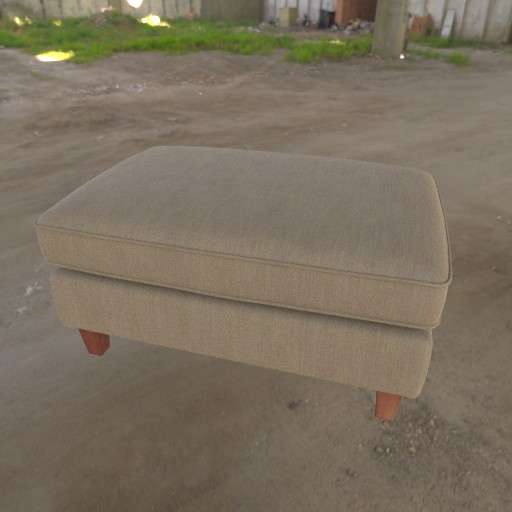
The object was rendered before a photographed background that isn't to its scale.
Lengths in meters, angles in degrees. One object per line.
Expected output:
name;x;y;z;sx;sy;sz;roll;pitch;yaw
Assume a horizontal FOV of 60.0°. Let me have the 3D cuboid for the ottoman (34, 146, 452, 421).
ottoman;0.000;0.000;1.260;0.941;0.480;0.636;8;32;14
